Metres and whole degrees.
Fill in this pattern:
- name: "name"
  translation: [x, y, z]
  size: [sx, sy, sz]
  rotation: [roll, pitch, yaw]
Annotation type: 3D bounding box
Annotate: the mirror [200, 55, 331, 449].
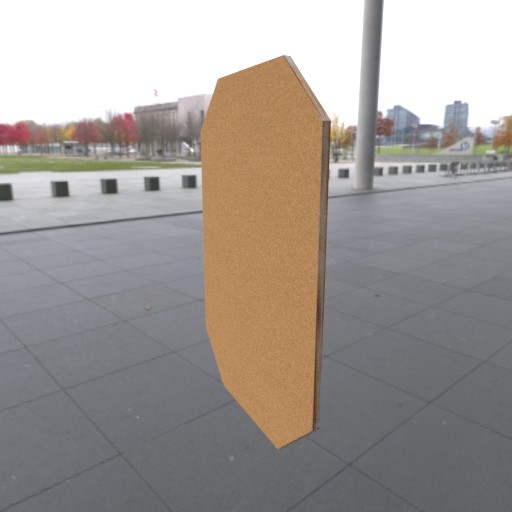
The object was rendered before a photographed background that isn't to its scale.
- name: "mirror"
  translation: [0.000, 0.000, 1.290]
  size: [0.061, 1.015, 0.709]
  rotation: [-7, 15, -26]
